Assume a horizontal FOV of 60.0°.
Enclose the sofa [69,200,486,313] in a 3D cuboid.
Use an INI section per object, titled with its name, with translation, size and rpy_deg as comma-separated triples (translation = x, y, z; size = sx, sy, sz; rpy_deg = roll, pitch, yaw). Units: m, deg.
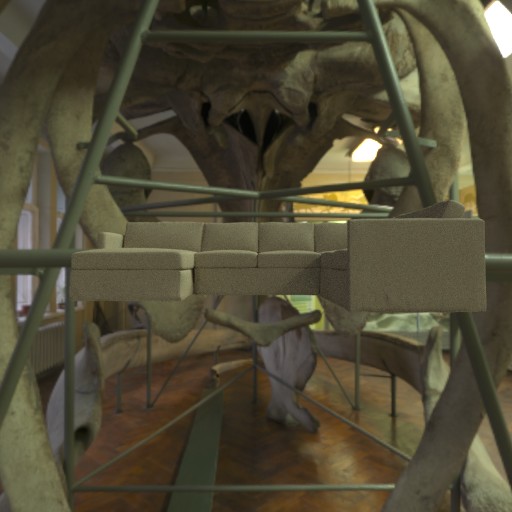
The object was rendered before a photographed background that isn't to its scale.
[sofa]
translation = 0.000, 0.000, 4.534
size = 3.528, 0.878, 2.476
rpy_deg = 0, -1, 1
